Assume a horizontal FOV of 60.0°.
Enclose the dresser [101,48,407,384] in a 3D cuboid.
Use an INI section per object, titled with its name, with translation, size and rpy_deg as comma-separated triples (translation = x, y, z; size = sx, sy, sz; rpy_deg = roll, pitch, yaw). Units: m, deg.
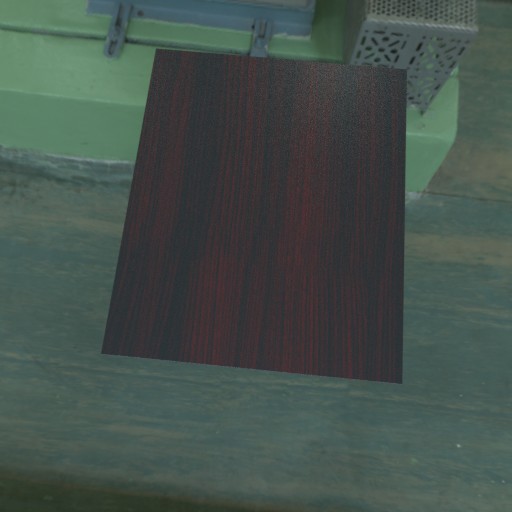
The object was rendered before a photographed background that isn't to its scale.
[dresser]
translation = 0.000, 0.000, 0.809
size = 0.360, 0.560, 0.400
rpy_deg = 5, 76, 1
